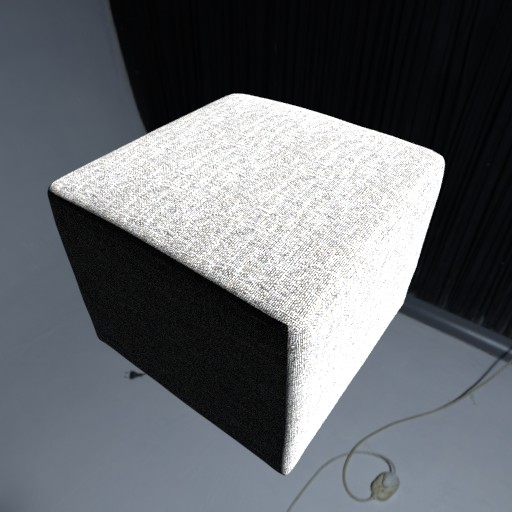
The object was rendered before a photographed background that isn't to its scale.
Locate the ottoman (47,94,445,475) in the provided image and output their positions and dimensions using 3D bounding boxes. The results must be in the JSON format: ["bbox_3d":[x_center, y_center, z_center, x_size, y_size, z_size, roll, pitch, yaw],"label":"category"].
[{"bbox_3d":[0.000,0.000,0.890,0.512,0.453,0.521,26,48,27],"label":"ottoman"}]
